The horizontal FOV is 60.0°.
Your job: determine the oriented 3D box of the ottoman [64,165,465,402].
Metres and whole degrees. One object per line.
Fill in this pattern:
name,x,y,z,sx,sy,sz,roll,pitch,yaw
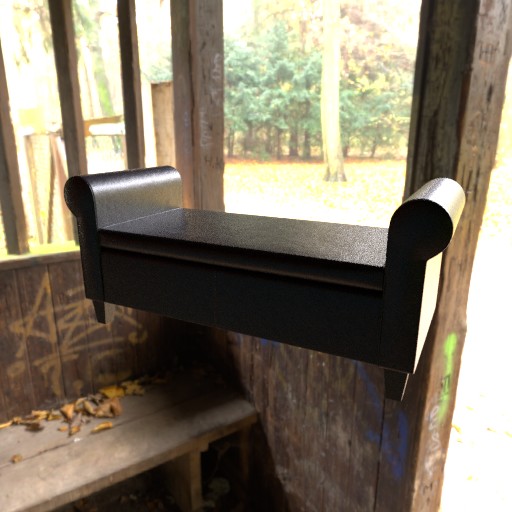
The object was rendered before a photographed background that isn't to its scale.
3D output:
ottoman,0.000,0.000,1.543,1.256,0.547,0.521,8,18,26
